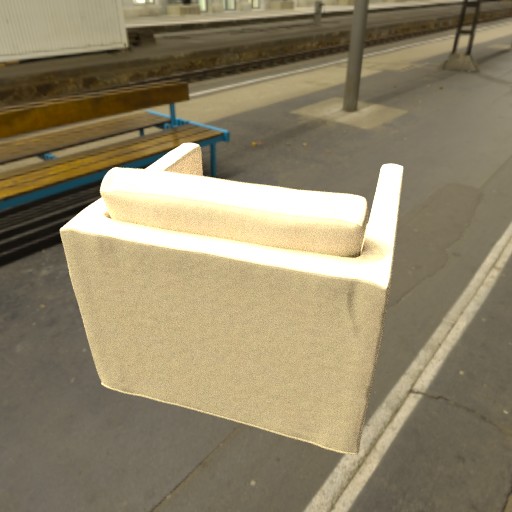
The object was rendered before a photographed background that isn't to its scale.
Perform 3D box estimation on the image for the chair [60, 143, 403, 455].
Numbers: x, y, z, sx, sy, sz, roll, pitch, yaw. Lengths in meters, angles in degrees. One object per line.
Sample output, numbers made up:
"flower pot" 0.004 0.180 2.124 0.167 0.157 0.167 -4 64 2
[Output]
"chair" 0.000 0.000 1.780 1.057 0.851 0.947 10 33 15
